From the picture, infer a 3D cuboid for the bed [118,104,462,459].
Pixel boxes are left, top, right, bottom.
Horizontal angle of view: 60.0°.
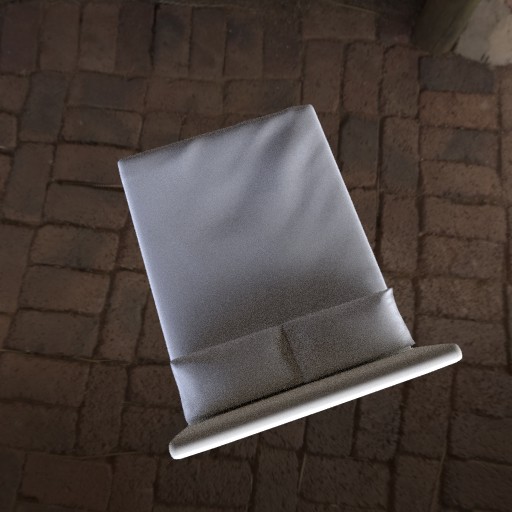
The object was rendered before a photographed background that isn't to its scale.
[{"bbox_3d":[0.000,0.000,3.203,1.714,1.330,2.147,-18,76,-5],"label":"bed"}]
